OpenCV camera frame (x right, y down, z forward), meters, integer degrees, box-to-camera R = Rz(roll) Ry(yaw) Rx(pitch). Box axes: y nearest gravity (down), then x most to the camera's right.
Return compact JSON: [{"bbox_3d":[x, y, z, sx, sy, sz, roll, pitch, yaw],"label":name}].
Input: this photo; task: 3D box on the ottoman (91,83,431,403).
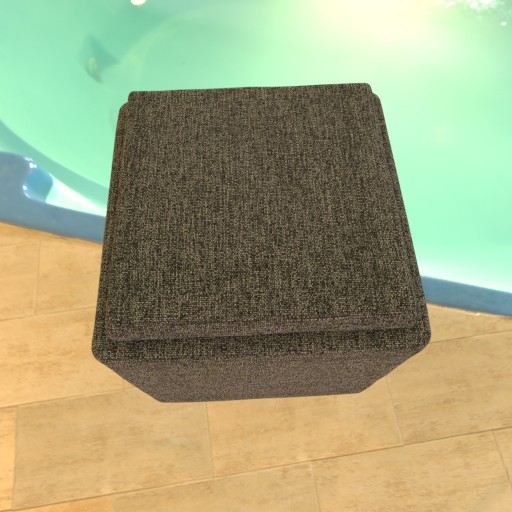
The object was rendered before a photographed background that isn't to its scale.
[{"bbox_3d":[0.000,0.000,0.814,0.450,0.463,0.450,-2,65,-1],"label":"ottoman"}]
